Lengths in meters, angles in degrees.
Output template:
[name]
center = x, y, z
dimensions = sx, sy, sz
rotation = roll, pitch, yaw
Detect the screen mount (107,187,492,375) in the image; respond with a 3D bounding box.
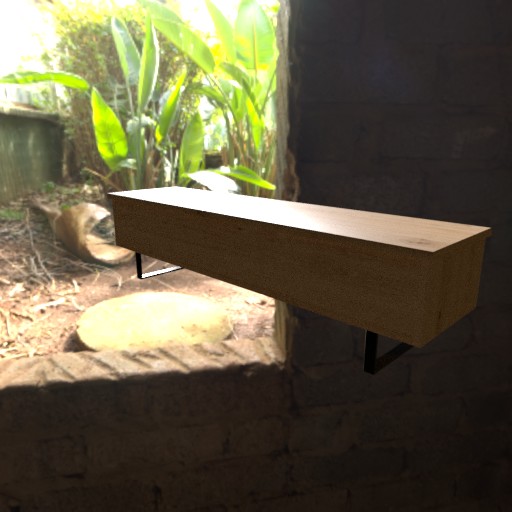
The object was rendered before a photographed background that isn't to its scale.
[screen mount]
center = 0.000, 0.000, 1.901
dimensions = 1.700, 0.430, 0.450
rotation = 14, 21, 43
